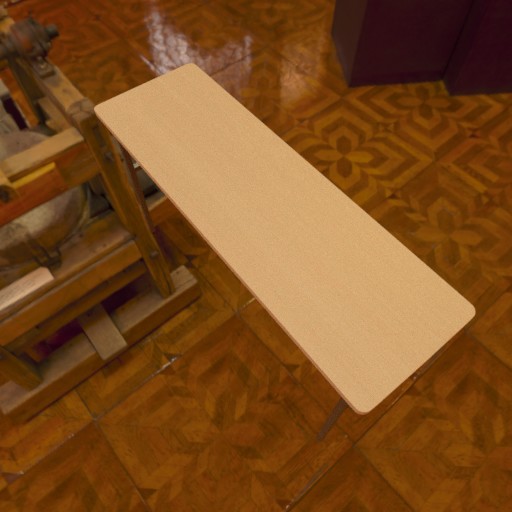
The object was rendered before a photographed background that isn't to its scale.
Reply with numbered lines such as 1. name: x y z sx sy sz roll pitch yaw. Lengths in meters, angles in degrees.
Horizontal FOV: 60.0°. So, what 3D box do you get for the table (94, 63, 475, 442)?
1. table: 0.000 0.000 1.734 0.446 0.750 1.397 -34 64 -19
